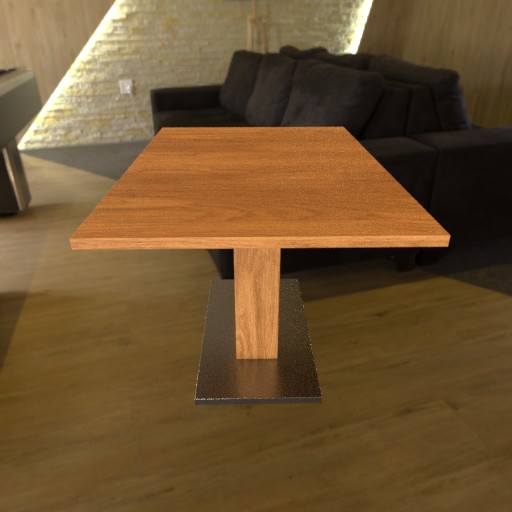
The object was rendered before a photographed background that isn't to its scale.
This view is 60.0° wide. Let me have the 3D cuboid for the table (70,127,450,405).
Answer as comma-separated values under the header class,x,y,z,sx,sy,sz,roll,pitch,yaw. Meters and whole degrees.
class,x,y,z,sx,sy,sz,roll,pitch,yaw
table,0.000,0.000,1.799,0.900,0.770,1.300,-1,27,-1
